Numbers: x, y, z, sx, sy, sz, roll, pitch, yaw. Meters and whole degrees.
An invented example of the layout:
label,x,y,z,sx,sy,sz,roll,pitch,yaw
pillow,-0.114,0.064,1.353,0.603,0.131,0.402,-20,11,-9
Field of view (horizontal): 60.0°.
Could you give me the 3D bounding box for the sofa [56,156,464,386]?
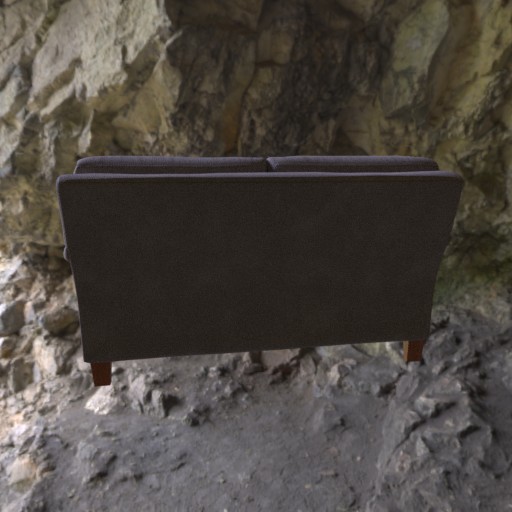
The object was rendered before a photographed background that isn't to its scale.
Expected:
label,x,y,z,sx,sy,sz,roll,pitch,yaw
sofa,0.000,0.000,2.494,1.853,1.101,1.084,-2,13,-9
